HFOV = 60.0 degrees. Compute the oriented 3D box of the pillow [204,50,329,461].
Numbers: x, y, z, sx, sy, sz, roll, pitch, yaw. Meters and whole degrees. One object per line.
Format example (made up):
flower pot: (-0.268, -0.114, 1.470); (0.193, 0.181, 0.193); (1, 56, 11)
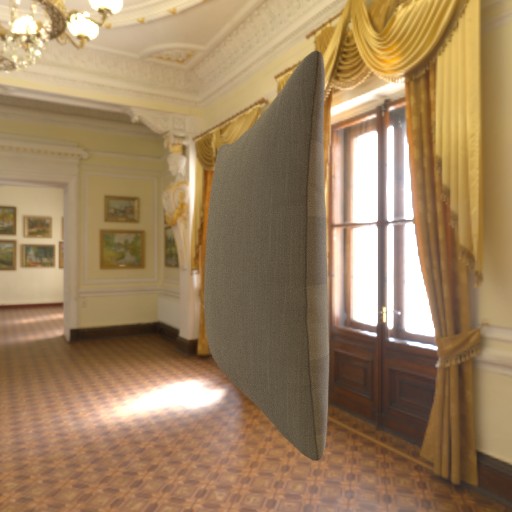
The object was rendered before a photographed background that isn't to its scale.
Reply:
pillow: (0.000, 0.000, 0.786); (0.161, 0.509, 0.511); (0, 0, -17)
